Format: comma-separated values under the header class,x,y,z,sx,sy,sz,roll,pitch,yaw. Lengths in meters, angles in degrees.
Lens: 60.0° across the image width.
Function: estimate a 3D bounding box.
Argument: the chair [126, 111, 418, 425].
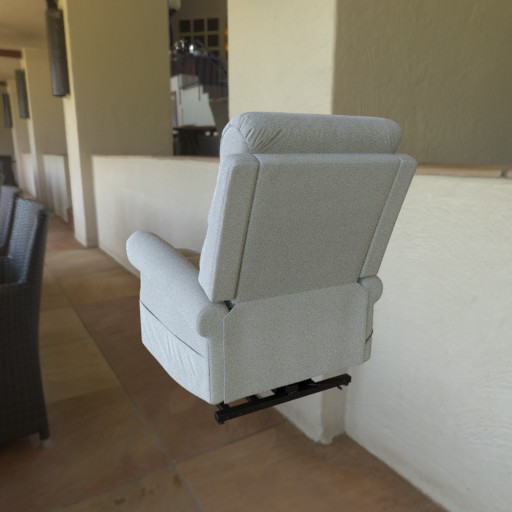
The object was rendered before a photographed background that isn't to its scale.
class,x,y,z,sx,sy,sz,roll,pitch,yaw
chair,0.000,0.000,1.778,0.871,1.031,0.979,-7,15,-28
